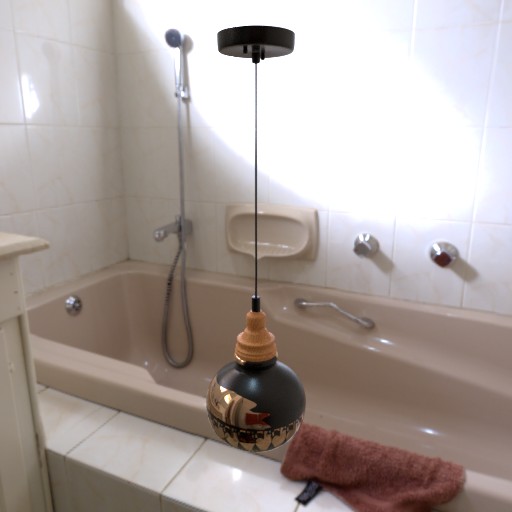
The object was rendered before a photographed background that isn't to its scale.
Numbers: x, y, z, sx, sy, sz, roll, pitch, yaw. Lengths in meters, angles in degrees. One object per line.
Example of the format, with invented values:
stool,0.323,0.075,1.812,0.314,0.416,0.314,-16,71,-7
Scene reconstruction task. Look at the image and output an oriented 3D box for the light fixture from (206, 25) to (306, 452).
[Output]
light fixture,0.000,0.000,1.760,0.430,1.606,0.430,7,16,26
